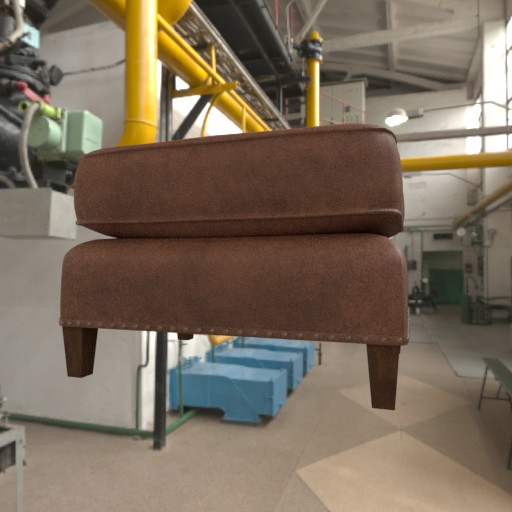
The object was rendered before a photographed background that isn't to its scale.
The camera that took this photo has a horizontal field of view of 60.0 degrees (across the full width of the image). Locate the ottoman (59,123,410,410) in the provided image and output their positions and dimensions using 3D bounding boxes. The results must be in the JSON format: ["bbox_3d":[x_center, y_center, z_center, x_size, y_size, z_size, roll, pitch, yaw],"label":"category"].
[{"bbox_3d":[0.000,0.000,1.131,0.738,0.537,0.589,0,-1,19],"label":"ottoman"}]
